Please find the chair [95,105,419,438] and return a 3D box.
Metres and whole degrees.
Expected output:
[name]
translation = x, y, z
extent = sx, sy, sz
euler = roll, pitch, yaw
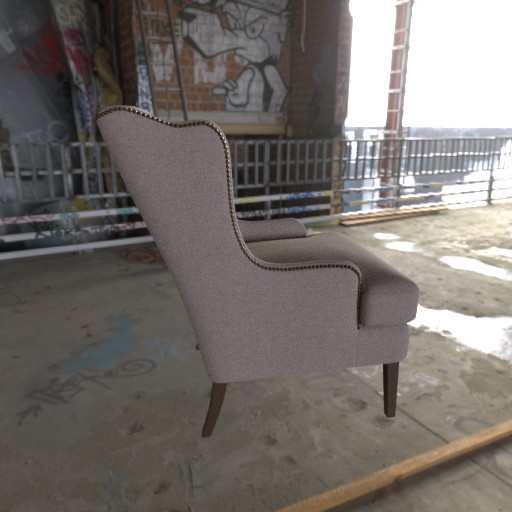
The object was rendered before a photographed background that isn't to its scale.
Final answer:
[chair]
translation = 0.000, 0.000, 1.624
extent = 0.940, 1.029, 0.737
euler = -3, 16, -9
